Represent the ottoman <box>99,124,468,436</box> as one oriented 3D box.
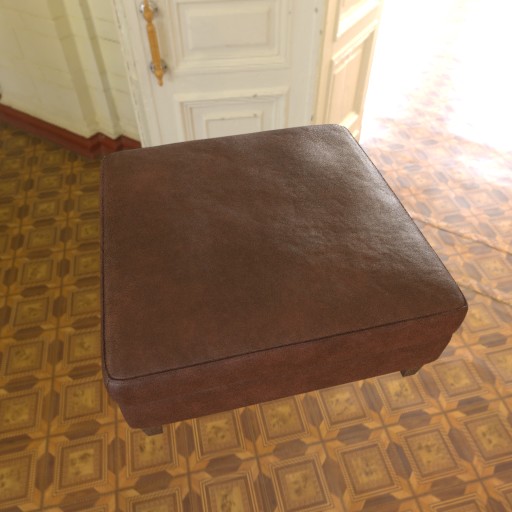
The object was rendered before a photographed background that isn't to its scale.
[{"bbox_3d":[0.000,0.000,1.311,0.844,0.415,0.836,-10,48,-9],"label":"ottoman"}]
